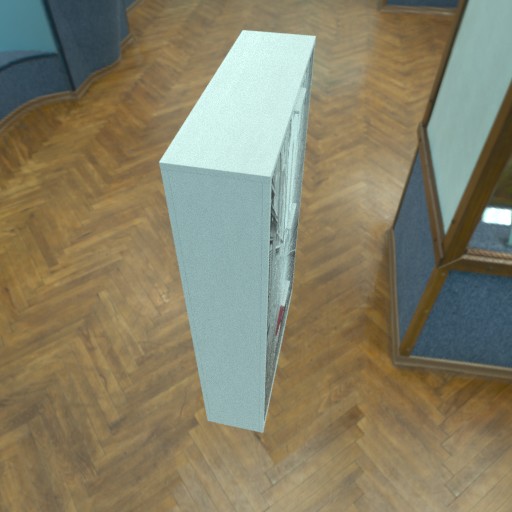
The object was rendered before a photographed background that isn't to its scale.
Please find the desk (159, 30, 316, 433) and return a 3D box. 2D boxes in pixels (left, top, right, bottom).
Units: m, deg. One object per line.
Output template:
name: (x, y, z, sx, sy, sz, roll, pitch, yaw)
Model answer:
desk: (0.000, 0.000, 1.617, 0.250, 1.280, 0.750, 9, 47, 8)
